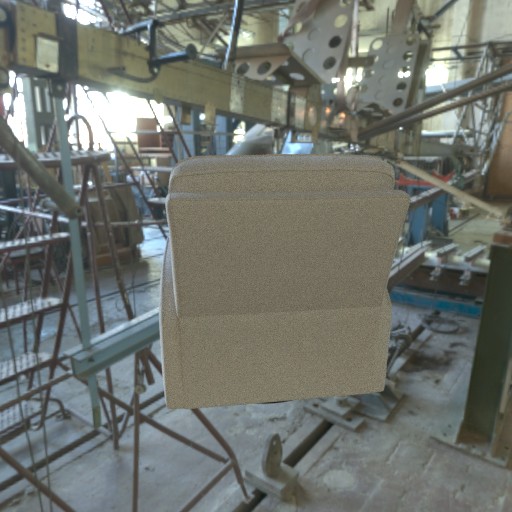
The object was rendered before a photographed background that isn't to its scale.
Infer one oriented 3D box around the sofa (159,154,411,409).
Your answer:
[{"bbox_3d":[0.000,0.000,2.104,0.861,0.959,1.472,-2,14,-8],"label":"sofa"}]
